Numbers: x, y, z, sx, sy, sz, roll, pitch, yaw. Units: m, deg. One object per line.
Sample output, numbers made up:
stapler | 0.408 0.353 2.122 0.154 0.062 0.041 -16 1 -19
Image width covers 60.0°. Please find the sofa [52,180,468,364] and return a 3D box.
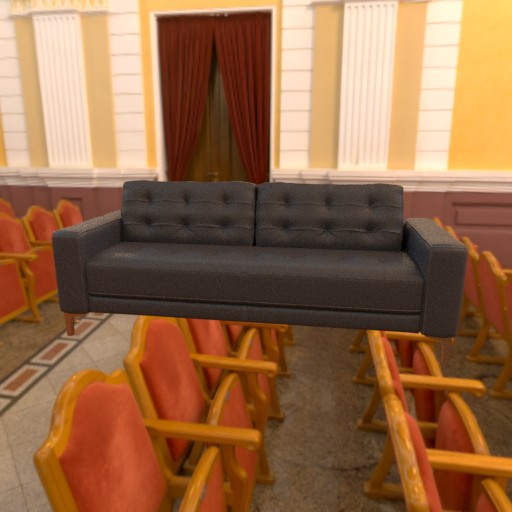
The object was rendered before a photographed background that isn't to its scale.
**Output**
sofa | 0.000 0.000 2.774 2.275 0.893 0.833 2 15 9
